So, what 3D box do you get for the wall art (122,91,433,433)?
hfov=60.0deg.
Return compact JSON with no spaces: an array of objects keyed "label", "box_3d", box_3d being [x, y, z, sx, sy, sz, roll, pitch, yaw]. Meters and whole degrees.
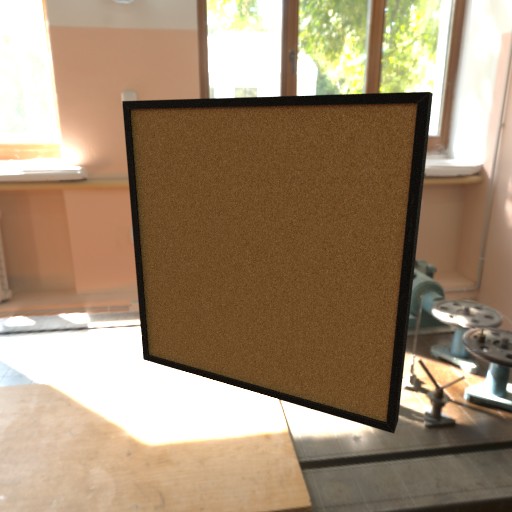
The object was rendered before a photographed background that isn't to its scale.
[{"label":"wall art","box_3d":[0.000,0.000,0.751,0.506,0.506,0.036,8,18,26]}]
